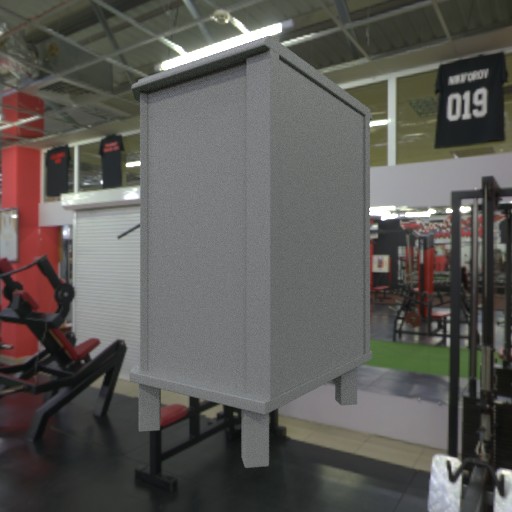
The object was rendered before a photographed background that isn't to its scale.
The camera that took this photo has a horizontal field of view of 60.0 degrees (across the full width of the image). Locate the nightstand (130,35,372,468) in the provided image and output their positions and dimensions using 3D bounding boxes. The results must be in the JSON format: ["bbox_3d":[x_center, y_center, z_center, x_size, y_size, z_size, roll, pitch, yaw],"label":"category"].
[{"bbox_3d":[0.000,0.000,0.956,0.350,0.680,0.450,0,0,35],"label":"nightstand"}]
